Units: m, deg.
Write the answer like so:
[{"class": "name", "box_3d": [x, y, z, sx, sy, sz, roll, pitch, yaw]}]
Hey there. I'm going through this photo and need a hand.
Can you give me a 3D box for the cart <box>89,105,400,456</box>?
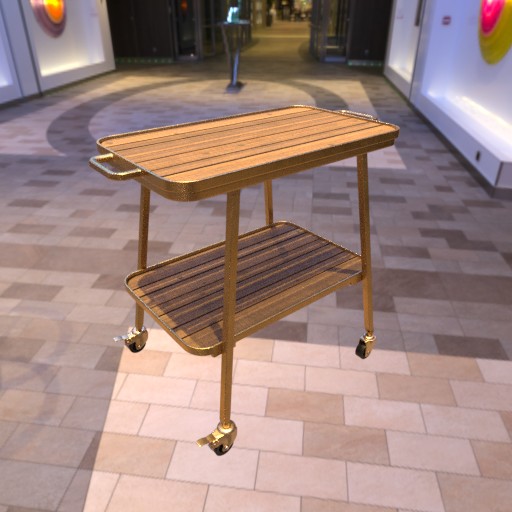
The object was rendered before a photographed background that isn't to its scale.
[{"class": "cart", "box_3d": [0.000, 0.000, 1.270, 0.806, 0.700, 0.524, -22, 36, -33]}]
